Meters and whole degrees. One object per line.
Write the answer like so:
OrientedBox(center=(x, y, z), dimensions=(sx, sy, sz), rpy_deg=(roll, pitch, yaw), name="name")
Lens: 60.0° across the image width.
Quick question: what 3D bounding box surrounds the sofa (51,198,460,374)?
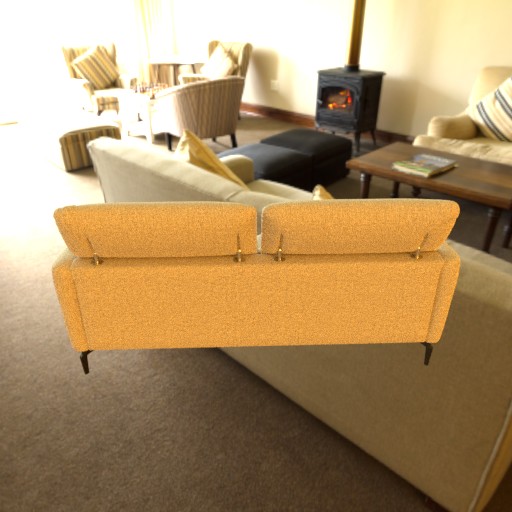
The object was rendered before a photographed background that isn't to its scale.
OrientedBox(center=(0.000, 0.000, 2.495), dimensions=(2.015, 0.956, 0.856), rpy_deg=(-1, 30, -2), name="sofa")
